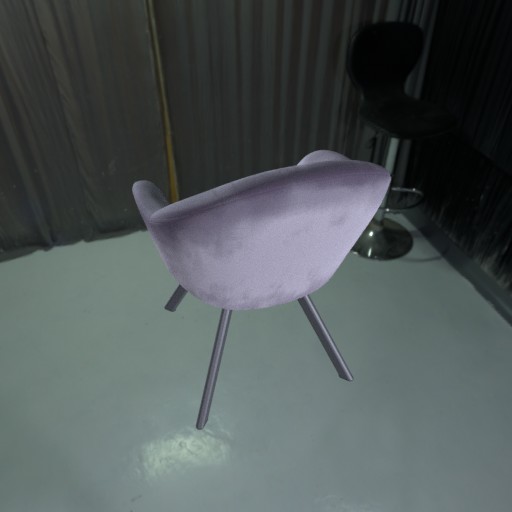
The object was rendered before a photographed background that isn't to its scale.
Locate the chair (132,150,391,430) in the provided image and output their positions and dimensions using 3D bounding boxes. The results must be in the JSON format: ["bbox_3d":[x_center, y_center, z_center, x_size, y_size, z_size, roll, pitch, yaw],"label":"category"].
[{"bbox_3d":[0.000,0.000,1.177,0.550,0.795,0.590,-13,42,-15],"label":"chair"}]
